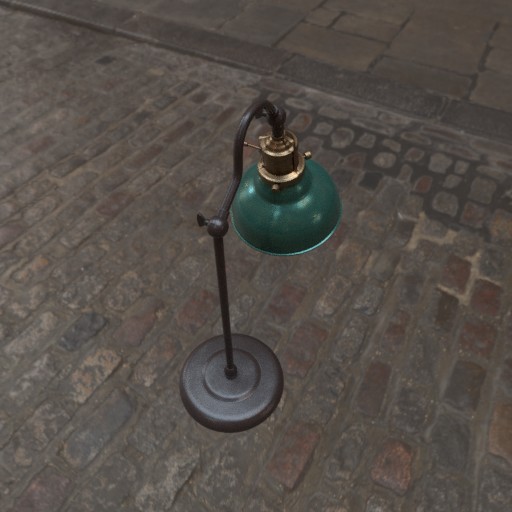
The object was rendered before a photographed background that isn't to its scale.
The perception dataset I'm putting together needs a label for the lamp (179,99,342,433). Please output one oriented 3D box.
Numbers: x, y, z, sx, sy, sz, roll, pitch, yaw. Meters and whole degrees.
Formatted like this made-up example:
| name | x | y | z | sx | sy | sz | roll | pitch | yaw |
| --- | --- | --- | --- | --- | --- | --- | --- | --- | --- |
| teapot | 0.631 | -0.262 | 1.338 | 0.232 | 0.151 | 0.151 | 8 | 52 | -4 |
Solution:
| name | x | y | z | sx | sy | sz | roll | pitch | yaw |
| --- | --- | --- | --- | --- | --- | --- | --- | --- | --- |
| lamp | 0.000 | 0.000 | 0.684 | 0.192 | 0.508 | 0.374 | 23 | 51 | 19 |
